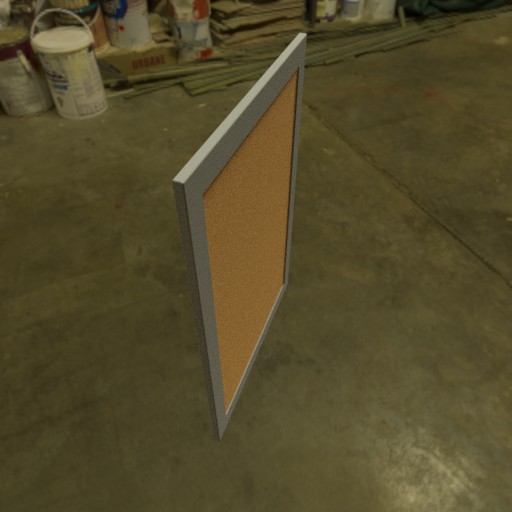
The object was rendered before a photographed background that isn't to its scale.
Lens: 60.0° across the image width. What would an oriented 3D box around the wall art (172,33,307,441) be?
[{"bbox_3d":[0.000,0.000,0.682,0.012,0.529,0.374,15,47,14],"label":"wall art"}]
